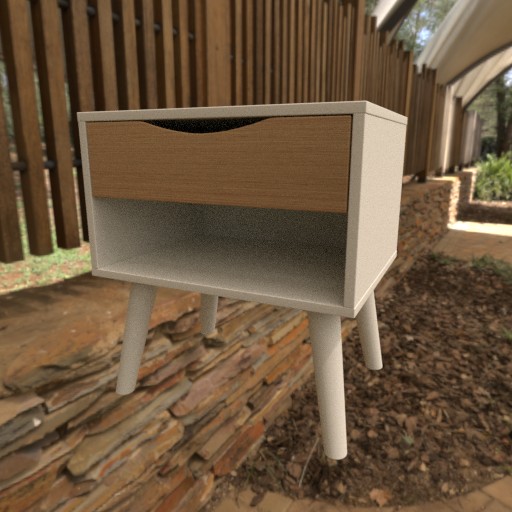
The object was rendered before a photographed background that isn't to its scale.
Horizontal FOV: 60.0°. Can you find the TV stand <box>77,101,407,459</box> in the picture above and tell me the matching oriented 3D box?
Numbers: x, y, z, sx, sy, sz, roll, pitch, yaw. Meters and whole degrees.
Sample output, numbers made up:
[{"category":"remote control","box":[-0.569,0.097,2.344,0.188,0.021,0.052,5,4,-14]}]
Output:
[{"category":"TV stand","box":[0.000,0.000,0.921,0.508,0.559,0.405,7,16,25]}]
